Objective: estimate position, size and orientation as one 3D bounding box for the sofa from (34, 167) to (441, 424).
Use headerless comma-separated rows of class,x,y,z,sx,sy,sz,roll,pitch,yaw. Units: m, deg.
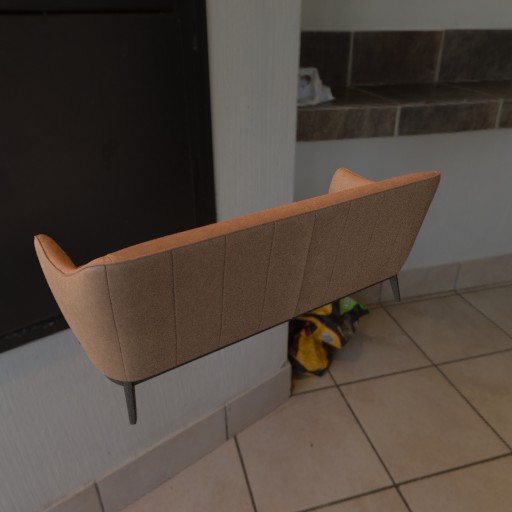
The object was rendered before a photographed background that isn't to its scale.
sofa,0.000,0.000,2.297,1.928,0.830,0.869,-17,33,-29
